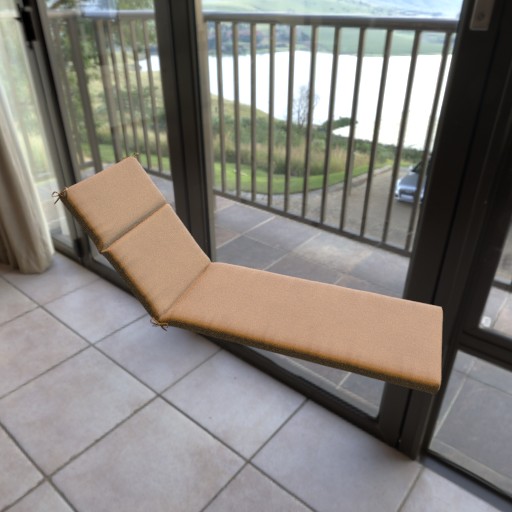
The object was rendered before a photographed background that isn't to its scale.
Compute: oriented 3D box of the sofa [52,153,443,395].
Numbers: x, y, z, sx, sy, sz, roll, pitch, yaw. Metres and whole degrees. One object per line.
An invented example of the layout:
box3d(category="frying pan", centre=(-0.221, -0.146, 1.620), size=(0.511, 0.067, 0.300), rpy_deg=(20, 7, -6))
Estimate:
box3d(category="sofa", centre=(0.000, 0.000, 1.976), size=(1.663, 0.622, 0.582), rpy_deg=(11, 32, 18))
